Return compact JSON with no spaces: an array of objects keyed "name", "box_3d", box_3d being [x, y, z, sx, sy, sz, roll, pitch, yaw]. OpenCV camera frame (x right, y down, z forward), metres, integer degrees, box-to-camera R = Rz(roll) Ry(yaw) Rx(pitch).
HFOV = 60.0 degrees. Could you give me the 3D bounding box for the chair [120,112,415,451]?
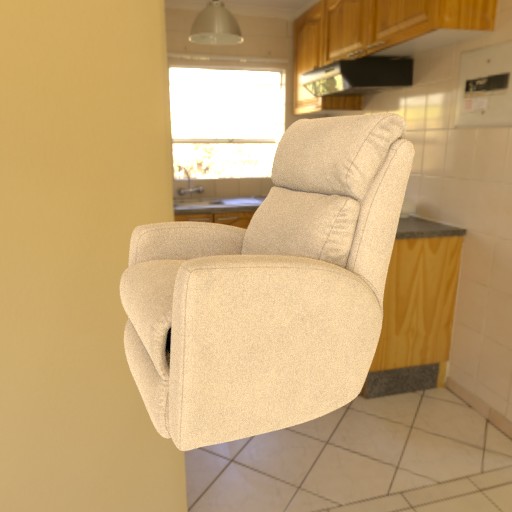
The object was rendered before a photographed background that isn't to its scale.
[{"name":"chair","box_3d":[0.000,0.000,1.664,0.940,1.021,0.794,-7,16,-25]}]
